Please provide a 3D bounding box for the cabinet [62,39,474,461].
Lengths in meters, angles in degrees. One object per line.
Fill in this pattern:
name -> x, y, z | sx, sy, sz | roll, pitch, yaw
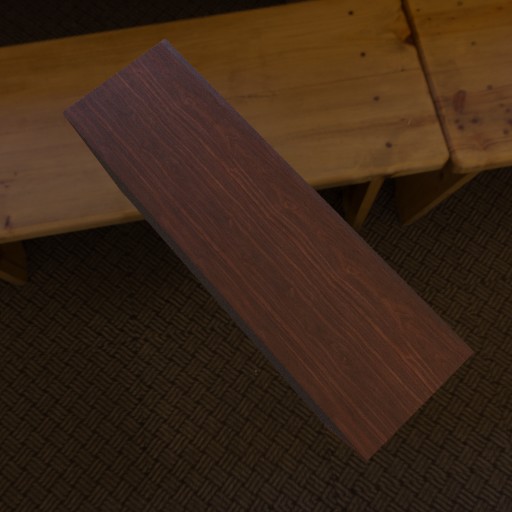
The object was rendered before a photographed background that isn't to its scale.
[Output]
cabinet -> 0.000, 0.000, 1.974 | 0.505, 0.940, 1.575 | -41, 79, -10
